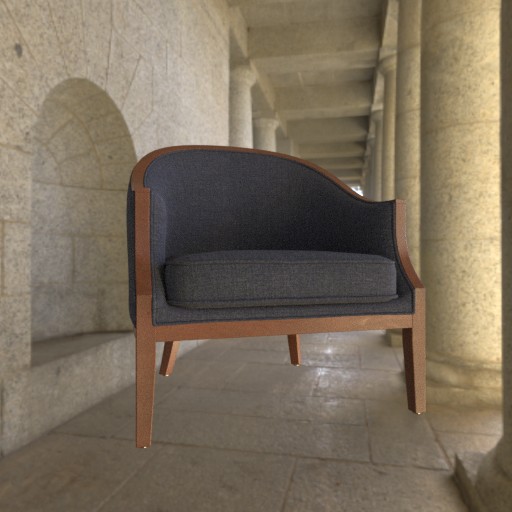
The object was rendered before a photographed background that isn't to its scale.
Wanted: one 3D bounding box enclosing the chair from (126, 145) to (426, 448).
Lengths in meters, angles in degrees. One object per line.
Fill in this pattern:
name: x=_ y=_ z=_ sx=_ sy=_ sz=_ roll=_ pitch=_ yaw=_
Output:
chair: x=0.000 y=0.000 z=1.430 sx=0.803 sy=0.876 sz=0.735 roll=0 pitch=0 yaw=-17
